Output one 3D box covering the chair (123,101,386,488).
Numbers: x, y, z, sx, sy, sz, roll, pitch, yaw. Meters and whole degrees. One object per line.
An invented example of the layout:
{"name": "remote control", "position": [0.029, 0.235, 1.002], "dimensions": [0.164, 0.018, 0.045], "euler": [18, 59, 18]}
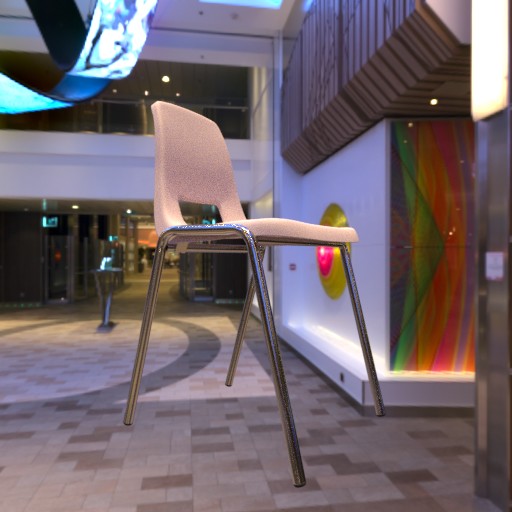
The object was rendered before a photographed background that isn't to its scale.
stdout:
{"name": "chair", "position": [0.000, 0.000, 0.942], "dimensions": [0.436, 0.704, 0.381], "euler": [0, 0, 35]}
